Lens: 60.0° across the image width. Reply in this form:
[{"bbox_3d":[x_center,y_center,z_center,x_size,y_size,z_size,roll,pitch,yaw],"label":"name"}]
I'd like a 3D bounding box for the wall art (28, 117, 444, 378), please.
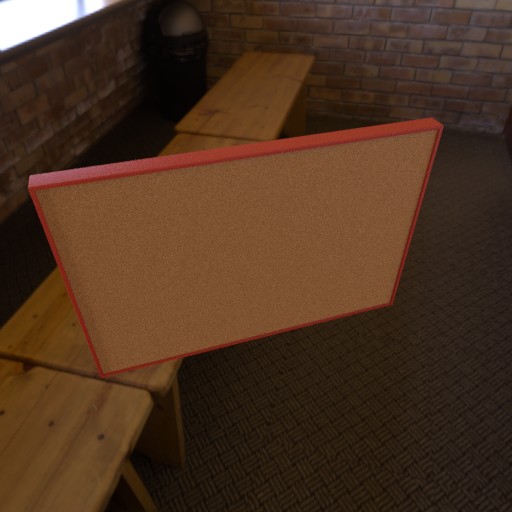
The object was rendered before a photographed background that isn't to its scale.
[{"bbox_3d":[0.000,0.000,0.765,0.607,0.405,0.033,-12,42,-13],"label":"wall art"}]
